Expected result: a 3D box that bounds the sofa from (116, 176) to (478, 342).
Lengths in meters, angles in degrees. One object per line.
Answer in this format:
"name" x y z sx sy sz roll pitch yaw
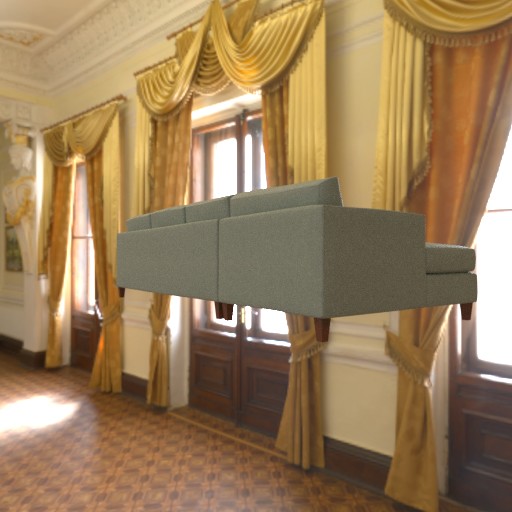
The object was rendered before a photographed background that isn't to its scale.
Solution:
"sofa" 0.000 0.000 4.216 1.600 0.953 3.470 0 0 -35
